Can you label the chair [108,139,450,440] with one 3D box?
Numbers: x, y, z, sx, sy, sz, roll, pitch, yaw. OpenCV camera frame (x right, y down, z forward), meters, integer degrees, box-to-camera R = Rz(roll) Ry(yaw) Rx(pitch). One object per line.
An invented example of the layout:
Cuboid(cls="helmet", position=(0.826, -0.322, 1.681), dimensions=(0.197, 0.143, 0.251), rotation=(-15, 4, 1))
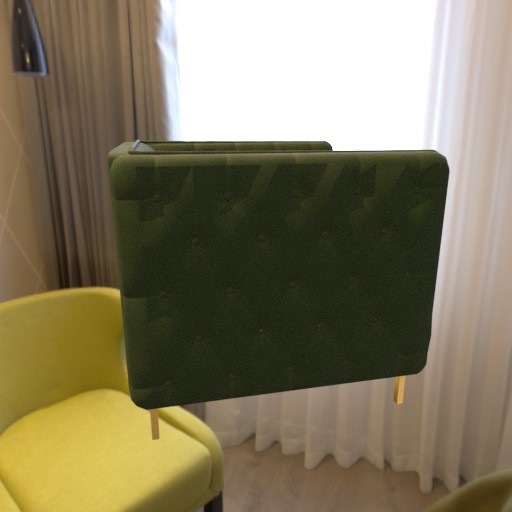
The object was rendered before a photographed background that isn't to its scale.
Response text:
Cuboid(cls="chair", position=(0.000, 0.000, 1.536), dimensions=(0.855, 0.768, 0.917), rotation=(-4, 17, -12))
